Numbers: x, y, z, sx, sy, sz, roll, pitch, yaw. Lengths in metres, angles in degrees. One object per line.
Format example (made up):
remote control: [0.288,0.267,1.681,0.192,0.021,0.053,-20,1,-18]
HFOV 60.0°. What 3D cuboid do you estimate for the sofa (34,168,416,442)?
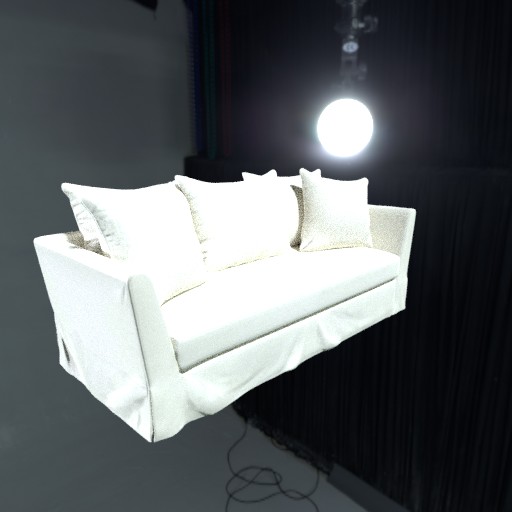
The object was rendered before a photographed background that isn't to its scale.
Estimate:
sofa: [0.000,0.000,2.784,2.290,1.034,1.031,-14,20,-43]
